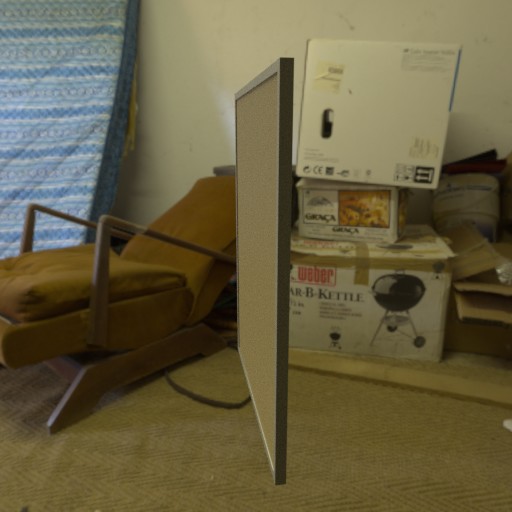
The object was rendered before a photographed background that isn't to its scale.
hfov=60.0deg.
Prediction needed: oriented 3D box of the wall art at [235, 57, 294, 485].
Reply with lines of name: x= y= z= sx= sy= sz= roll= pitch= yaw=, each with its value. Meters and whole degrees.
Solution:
wall art: x=0.000 y=0.000 z=1.411 sx=0.034 sy=1.042 sz=0.789 roll=-2 pitch=15 yaw=-9
